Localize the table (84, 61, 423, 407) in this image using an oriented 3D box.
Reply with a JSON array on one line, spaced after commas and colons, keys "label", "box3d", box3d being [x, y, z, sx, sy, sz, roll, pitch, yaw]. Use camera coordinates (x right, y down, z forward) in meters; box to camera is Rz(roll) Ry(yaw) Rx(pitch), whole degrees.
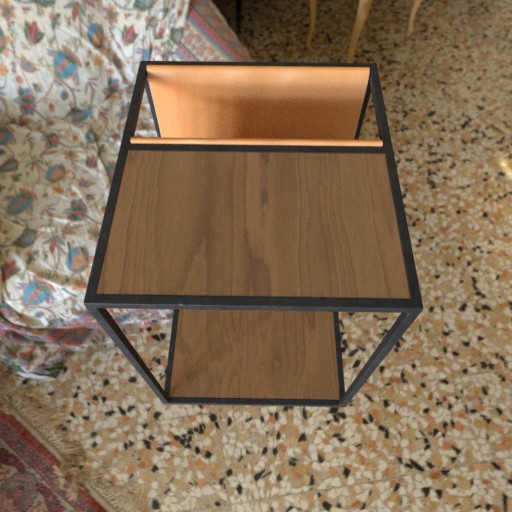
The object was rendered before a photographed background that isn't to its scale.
[{"label": "table", "box3d": [0.000, 0.000, 0.860, 0.399, 0.536, 0.450, 1, 59, 0]}]
